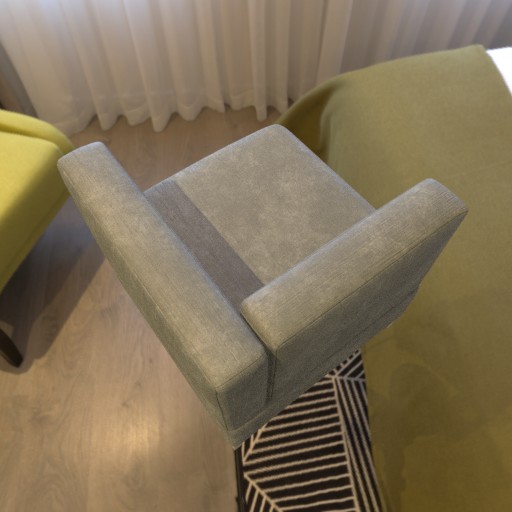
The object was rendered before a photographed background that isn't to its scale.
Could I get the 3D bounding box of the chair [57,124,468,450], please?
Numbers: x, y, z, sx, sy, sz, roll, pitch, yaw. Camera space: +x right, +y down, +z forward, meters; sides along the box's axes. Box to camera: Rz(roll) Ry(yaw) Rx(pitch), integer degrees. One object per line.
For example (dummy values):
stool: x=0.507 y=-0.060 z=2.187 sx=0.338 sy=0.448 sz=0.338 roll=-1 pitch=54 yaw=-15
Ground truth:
chair: x=0.000 y=0.000 z=1.221 sx=0.680 sy=0.660 sz=0.680 roll=-33 pitch=64 yaw=-18
